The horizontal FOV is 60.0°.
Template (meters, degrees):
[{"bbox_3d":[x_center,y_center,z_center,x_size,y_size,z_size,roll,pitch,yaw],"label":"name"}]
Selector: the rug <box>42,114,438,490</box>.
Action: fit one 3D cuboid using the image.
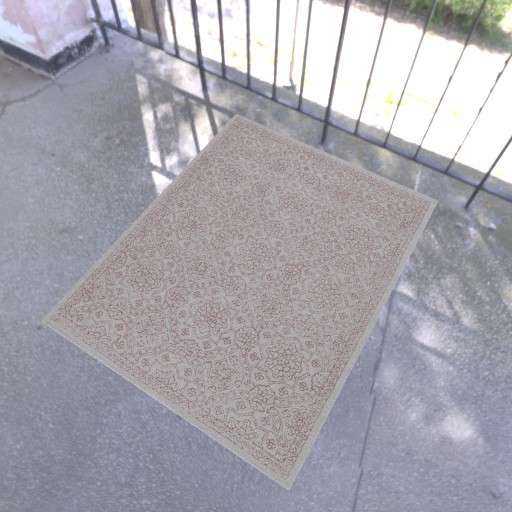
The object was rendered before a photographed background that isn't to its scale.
[{"bbox_3d":[0.000,0.000,4.137,2.441,0.015,3.050,28,62,16],"label":"rug"}]
